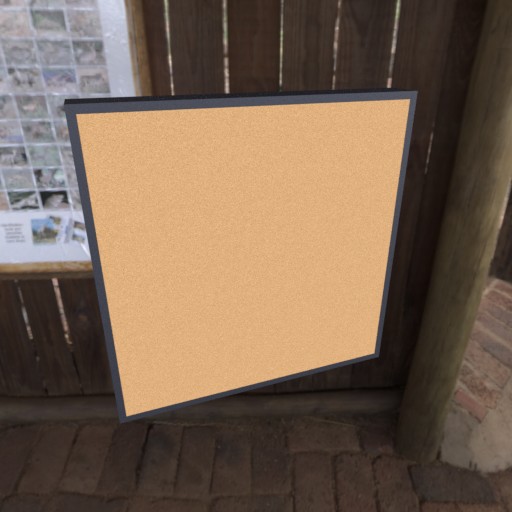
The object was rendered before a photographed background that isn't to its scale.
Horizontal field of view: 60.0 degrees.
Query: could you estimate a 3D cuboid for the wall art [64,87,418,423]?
[{"bbox_3d":[0.000,0.000,0.442,0.304,0.304,0.038,-9,27,-18],"label":"wall art"}]
